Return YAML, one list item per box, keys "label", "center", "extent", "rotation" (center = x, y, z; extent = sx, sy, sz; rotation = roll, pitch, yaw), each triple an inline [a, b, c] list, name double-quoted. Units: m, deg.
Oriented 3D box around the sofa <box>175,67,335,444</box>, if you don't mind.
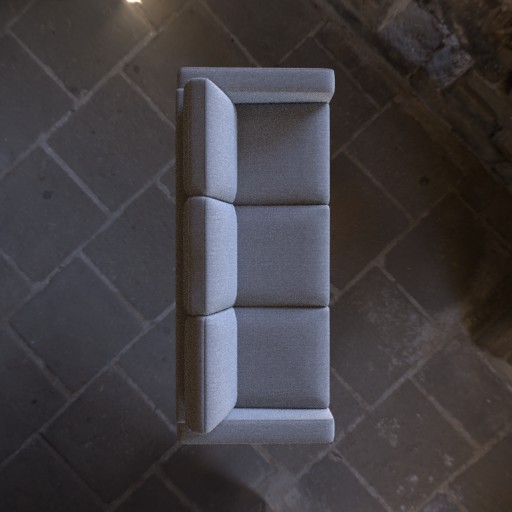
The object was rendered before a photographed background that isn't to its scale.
- label: "sofa"
  center: [0.000, 0.000, 2.645]
  extent: [0.900, 0.800, 2.120]
  rotation: [0, 90, -1]
